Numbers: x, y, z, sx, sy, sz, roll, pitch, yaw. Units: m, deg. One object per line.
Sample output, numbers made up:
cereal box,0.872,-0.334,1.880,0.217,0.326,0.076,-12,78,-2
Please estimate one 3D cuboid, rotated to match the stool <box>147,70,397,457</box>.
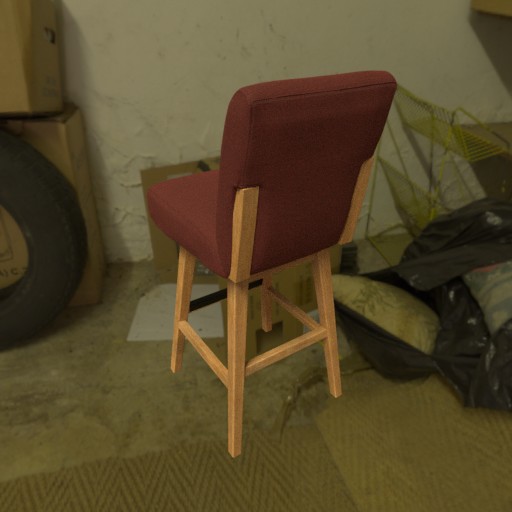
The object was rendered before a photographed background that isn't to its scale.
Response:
stool,0.000,0.000,1.358,0.468,1.093,0.562,-19,35,-29
